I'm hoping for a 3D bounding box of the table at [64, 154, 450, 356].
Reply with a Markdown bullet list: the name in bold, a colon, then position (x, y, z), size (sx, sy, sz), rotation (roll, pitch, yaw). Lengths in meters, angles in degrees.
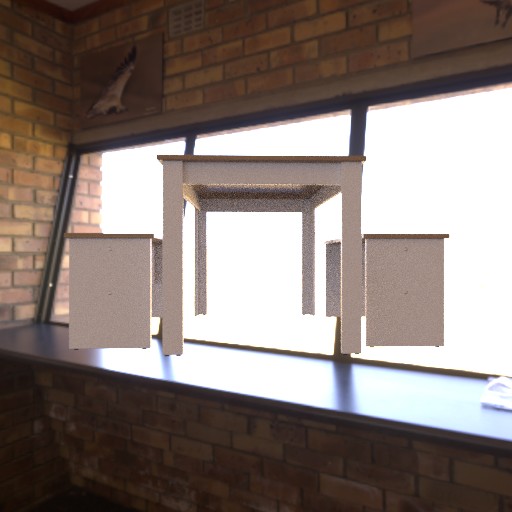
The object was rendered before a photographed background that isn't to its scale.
- **table**: position (0.000, 0.000, 2.085), size (1.443, 0.700, 1.100), rotation (0, 0, -2)
